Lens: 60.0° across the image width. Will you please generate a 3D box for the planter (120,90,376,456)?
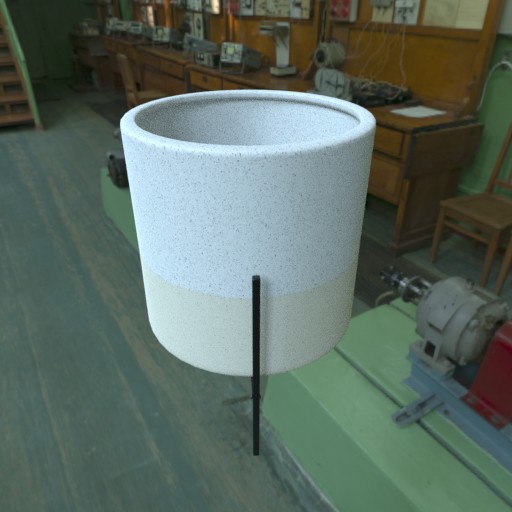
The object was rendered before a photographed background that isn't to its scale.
[{"bbox_3d":[0.000,0.000,0.663,0.335,0.423,0.313,-19,36,-28],"label":"planter"}]
